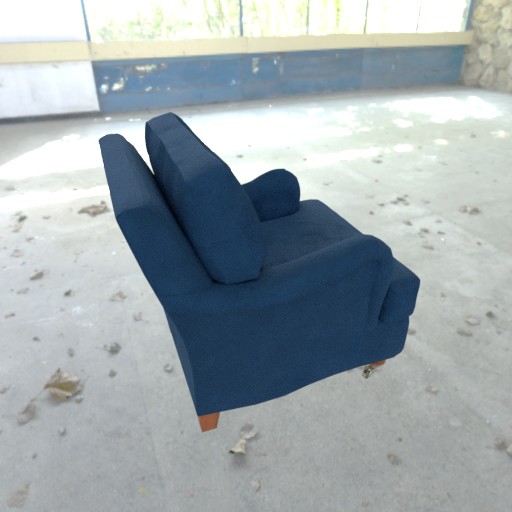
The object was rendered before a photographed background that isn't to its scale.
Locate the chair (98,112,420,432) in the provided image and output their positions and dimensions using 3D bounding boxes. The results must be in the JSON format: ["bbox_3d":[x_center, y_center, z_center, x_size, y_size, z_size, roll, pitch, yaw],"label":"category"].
[{"bbox_3d":[0.000,0.000,1.858,1.078,1.076,0.895,-10,31,-18],"label":"chair"}]
